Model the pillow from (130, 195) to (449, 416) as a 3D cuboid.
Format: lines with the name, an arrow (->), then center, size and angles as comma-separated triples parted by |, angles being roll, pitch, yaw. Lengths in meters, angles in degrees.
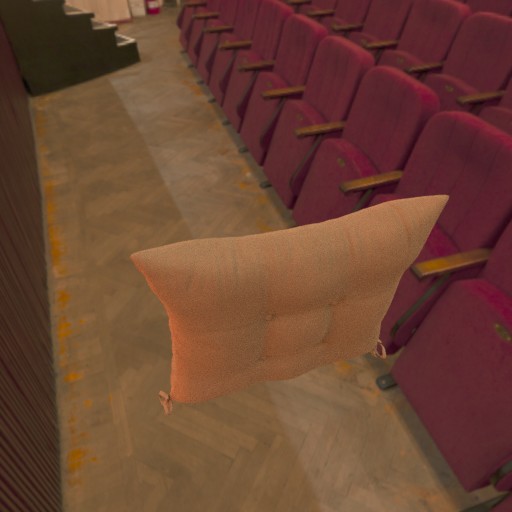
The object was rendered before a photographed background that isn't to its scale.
pillow -> 0.000, 0.000, 1.002 | 0.541, 0.536, 0.585 | -11, 42, -13
